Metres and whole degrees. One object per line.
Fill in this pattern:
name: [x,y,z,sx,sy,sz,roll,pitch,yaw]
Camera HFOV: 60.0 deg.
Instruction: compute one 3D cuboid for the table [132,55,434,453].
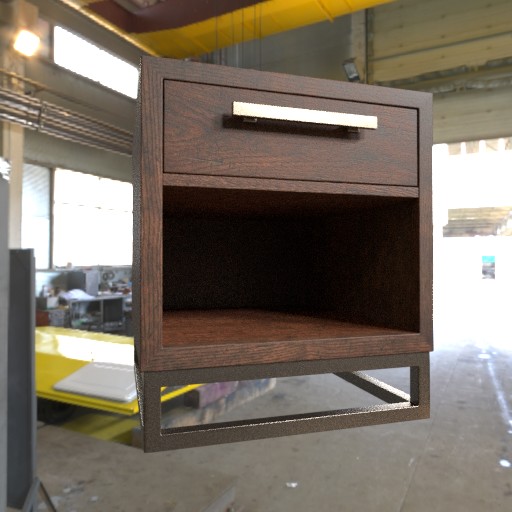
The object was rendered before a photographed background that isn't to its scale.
table: [0.000,0.000,0.961,0.506,0.582,0.566,0,-1,-17]
